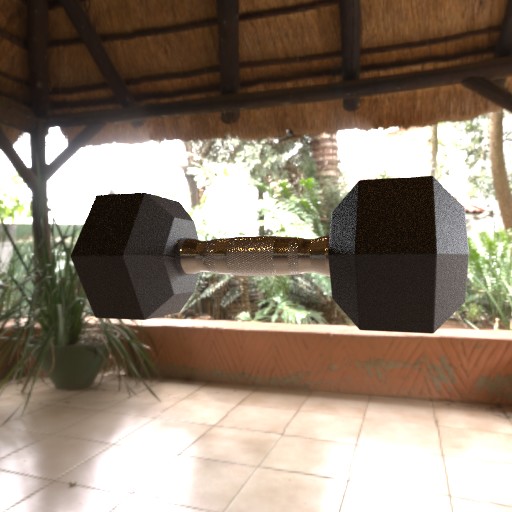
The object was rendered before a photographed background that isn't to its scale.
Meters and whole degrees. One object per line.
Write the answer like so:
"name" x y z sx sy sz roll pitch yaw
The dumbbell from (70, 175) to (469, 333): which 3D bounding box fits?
"dumbbell" 0.000 0.000 0.350 0.297 0.101 0.116 0 -1 18
